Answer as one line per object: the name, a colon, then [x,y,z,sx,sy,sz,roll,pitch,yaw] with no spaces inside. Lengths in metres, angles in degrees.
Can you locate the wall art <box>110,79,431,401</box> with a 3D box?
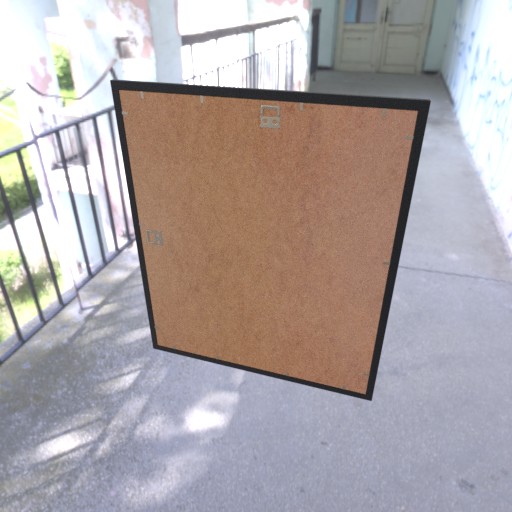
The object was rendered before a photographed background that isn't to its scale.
wall art: [0.000,0.000,0.918,0.559,0.660,0.018,10,33,15]
